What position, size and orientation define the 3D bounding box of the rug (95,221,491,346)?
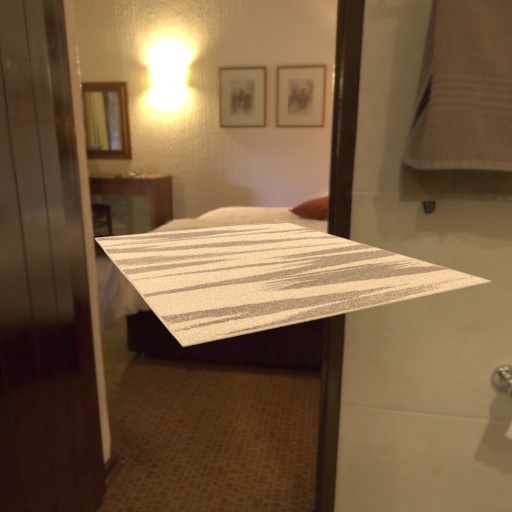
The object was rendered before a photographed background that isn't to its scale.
[{"bbox_3d":[0.000,0.000,3.971,2.353,0.014,2.945,-7,16,-26],"label":"rug"}]
